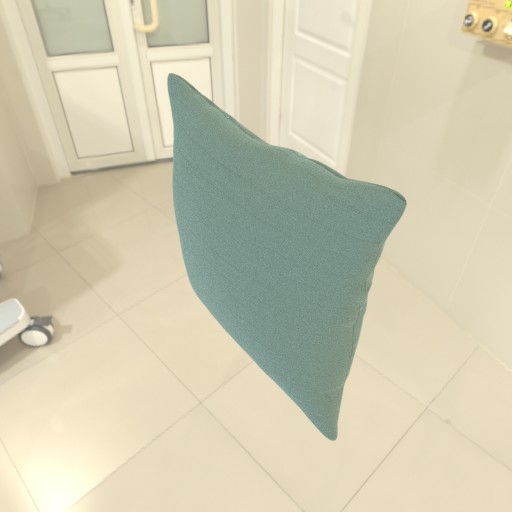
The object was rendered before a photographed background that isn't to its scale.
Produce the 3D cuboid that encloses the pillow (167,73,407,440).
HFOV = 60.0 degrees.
[{"bbox_3d":[0.000,0.000,0.719,0.175,0.464,0.470,-26,48,-27],"label":"pillow"}]
